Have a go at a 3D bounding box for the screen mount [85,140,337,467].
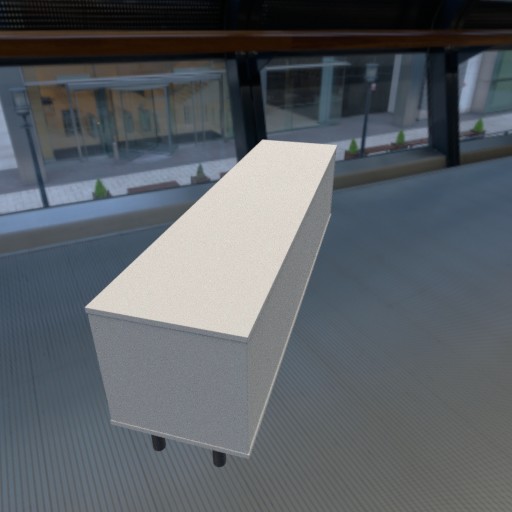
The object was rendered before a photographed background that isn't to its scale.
[{"bbox_3d":[0.000,0.000,1.794,0.418,0.520,1.600,8,30,14],"label":"screen mount"}]
